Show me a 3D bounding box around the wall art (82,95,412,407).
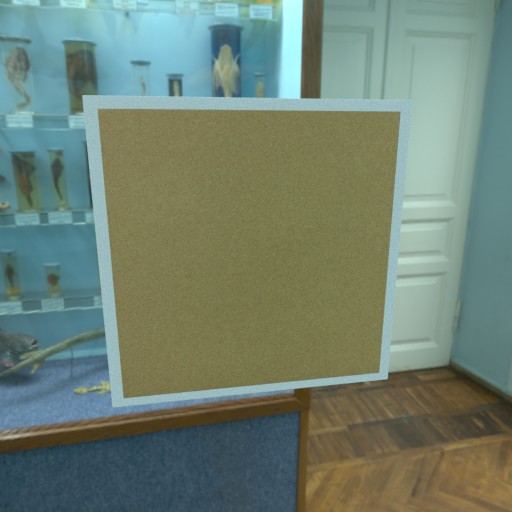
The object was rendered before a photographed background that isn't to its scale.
[{"bbox_3d":[0.000,0.000,0.457,0.307,0.307,0.020,-3,16,-10],"label":"wall art"}]
